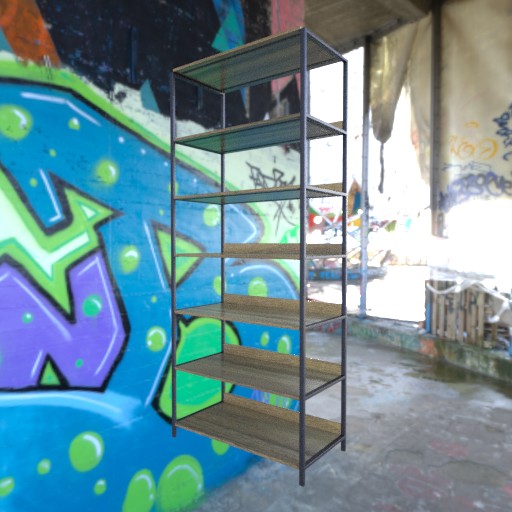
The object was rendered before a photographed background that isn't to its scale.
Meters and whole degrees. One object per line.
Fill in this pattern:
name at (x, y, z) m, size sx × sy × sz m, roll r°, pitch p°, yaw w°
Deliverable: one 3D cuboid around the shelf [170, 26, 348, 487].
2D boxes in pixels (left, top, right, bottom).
shelf at (0.000, 0.000, 2.354) m, size 0.847 × 2.015 × 0.431 m, roll 1°, pitch 2°, yaw 37°
